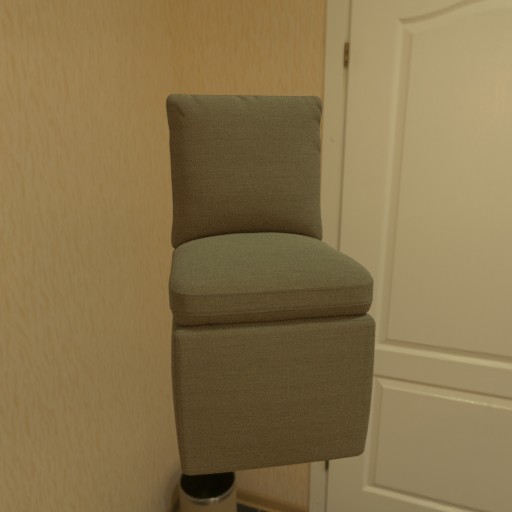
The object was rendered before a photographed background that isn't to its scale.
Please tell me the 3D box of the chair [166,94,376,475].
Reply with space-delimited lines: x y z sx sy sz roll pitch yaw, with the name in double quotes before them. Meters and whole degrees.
"chair" 0.000 0.000 1.305 0.503 0.927 0.698 -2 15 -9
